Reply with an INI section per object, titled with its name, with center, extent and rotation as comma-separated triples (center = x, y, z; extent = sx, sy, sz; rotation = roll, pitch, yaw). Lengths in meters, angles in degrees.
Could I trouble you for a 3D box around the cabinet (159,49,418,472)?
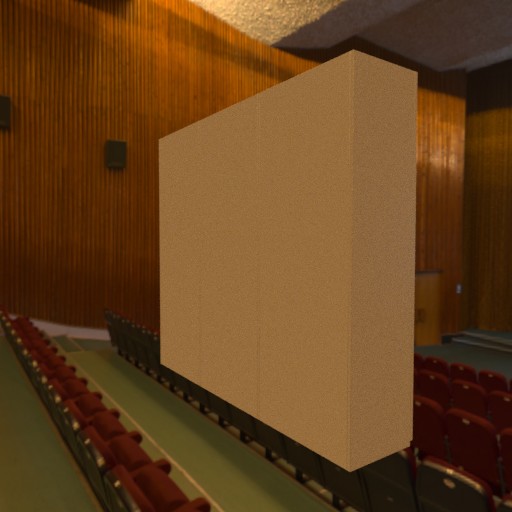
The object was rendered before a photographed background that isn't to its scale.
[cabinet]
center = 0.000, 0.000, 3.755
extent = 0.590, 2.370, 2.700
rotation = -2, 3, -35
